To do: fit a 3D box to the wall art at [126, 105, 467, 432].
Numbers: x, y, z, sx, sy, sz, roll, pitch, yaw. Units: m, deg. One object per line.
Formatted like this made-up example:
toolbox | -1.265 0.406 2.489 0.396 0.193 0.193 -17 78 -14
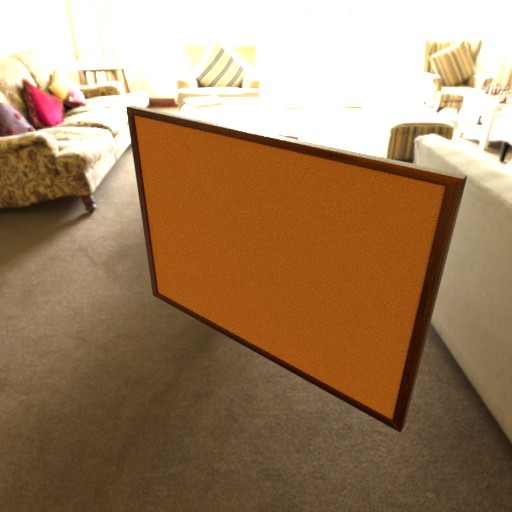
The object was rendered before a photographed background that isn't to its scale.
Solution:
wall art | 0.000 0.000 0.549 0.431 0.304 0.012 22 37 33
